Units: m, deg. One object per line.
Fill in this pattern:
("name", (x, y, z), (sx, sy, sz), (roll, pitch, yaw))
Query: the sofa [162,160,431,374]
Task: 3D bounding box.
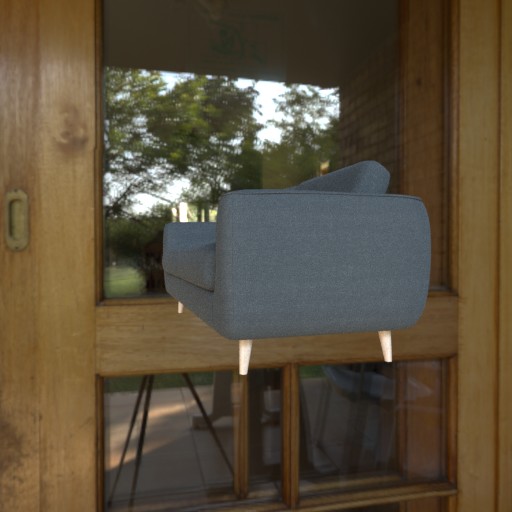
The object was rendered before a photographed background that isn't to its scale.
("sofa", (0.000, 0.000, 2.532), (0.920, 0.850, 2.000), (0, 1, -18))
